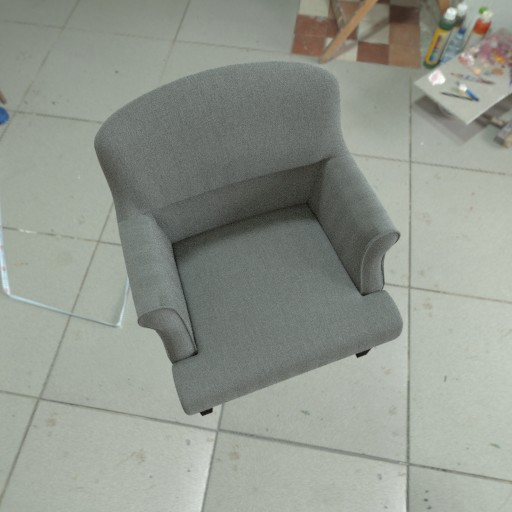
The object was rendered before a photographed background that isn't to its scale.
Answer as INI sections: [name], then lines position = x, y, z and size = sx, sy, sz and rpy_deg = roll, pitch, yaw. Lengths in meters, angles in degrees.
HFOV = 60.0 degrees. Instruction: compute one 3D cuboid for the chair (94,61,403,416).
[chair]
position = 0.000, 0.000, 1.427
size = 0.772, 0.880, 0.755
rpy_deg = -18, 64, -9
